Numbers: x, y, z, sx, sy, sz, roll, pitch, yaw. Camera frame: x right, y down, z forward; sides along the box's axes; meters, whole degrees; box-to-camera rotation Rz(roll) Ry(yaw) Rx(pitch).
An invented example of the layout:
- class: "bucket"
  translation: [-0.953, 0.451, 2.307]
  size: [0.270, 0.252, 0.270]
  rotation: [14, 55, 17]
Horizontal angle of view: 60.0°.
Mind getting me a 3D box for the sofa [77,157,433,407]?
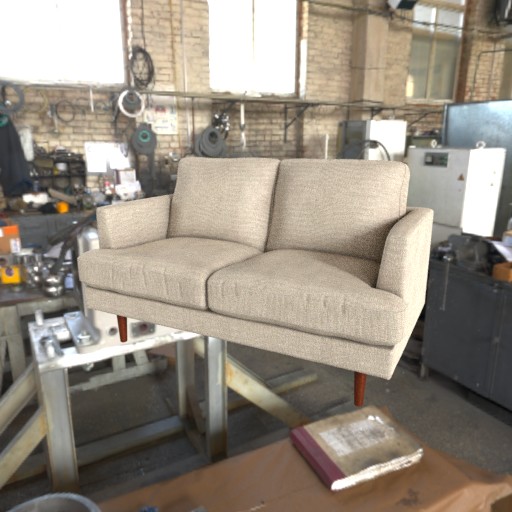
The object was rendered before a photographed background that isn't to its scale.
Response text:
- class: "sofa"
  translation: [0.000, 0.000, 2.221]
  size: [1.582, 0.944, 0.903]
  rotation: [7, 16, 27]
